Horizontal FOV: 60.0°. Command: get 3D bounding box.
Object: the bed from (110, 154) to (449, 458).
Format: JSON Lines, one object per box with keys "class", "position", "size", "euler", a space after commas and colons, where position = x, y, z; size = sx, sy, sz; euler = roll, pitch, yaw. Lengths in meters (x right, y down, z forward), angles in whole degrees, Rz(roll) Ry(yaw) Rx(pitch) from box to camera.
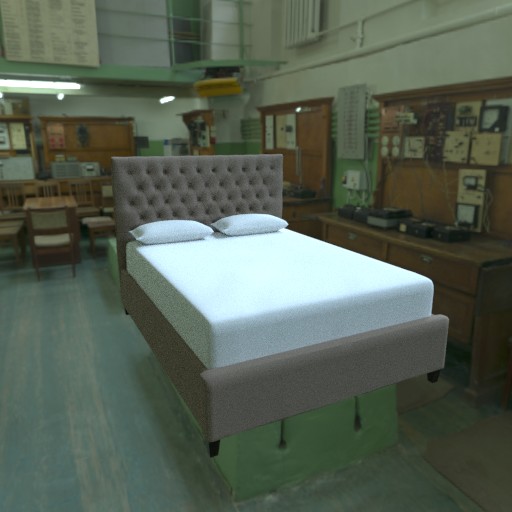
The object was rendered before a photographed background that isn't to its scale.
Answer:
{"class": "bed", "position": [0.000, 0.000, 3.367], "size": [1.696, 1.426, 2.233], "euler": [-7, 16, -26]}
